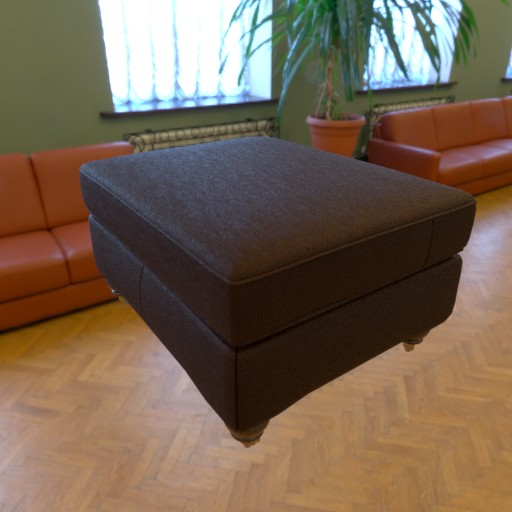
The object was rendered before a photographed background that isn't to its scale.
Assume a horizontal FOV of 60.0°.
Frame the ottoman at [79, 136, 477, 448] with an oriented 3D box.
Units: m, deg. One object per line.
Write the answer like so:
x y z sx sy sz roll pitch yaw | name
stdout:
0.000 0.000 1.750 0.967 0.730 1.187 -17 31 -31 | ottoman
